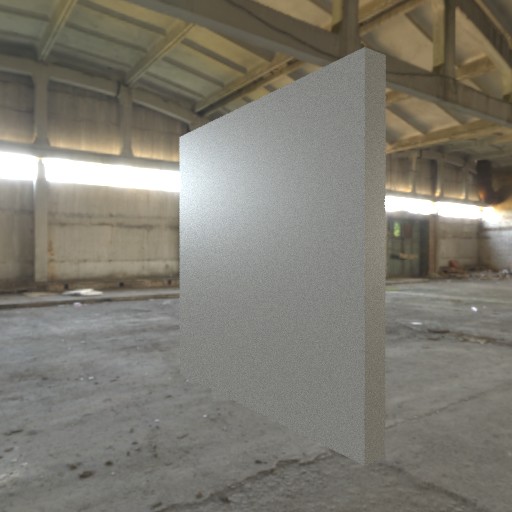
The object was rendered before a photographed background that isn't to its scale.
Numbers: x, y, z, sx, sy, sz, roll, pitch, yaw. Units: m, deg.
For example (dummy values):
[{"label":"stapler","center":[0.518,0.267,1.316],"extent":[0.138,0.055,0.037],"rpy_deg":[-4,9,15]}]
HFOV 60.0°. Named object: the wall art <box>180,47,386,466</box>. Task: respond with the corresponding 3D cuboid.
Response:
[{"label":"wall art","center":[0.000,0.000,0.528],"extent":[0.027,0.355,0.355],"rpy_deg":[0,0,-36]}]
